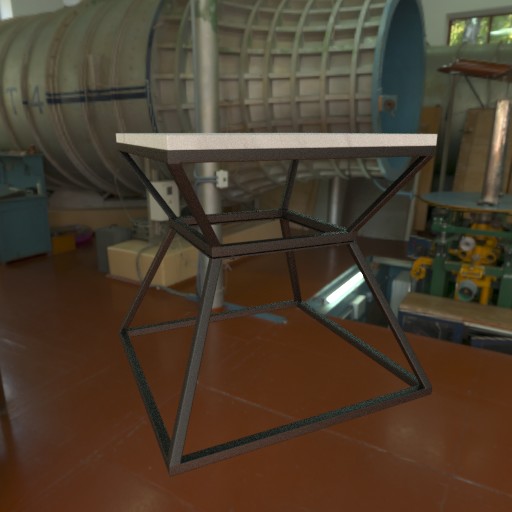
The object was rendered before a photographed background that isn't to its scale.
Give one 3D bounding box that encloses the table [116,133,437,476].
[{"bbox_3d":[0.000,0.000,0.809,0.455,0.431,0.455,-7,17,-24],"label":"table"}]
